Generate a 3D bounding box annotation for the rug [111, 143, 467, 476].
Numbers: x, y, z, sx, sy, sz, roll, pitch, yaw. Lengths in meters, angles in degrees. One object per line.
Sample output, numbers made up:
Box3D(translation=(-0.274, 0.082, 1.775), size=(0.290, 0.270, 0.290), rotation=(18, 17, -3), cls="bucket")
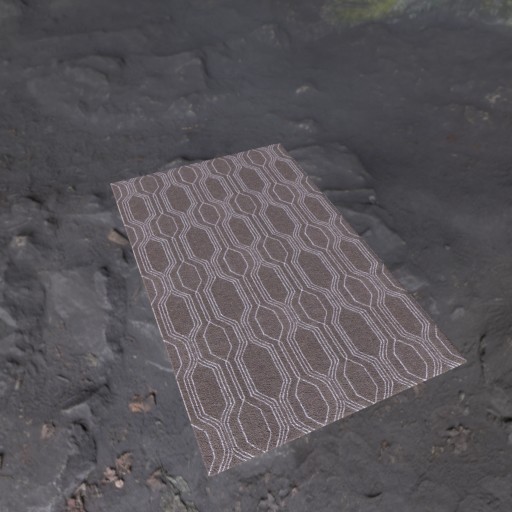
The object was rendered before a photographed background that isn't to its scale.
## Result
Box3D(translation=(0.000, 0.000, 3.067), size=(1.541, 0.012, 2.457), rotation=(-17, 49, -16), cls="rug")
